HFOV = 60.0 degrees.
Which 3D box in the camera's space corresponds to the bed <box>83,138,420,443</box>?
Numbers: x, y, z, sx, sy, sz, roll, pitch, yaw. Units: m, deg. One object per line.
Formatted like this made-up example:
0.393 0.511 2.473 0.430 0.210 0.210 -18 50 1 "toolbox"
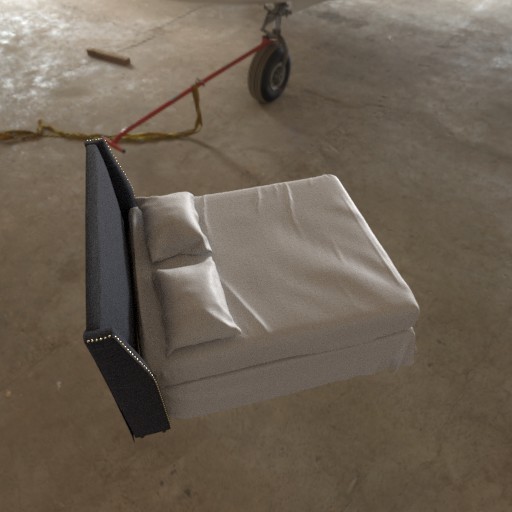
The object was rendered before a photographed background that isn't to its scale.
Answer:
0.000 0.000 3.472 2.276 1.332 1.925 -11 48 -10 "bed"
